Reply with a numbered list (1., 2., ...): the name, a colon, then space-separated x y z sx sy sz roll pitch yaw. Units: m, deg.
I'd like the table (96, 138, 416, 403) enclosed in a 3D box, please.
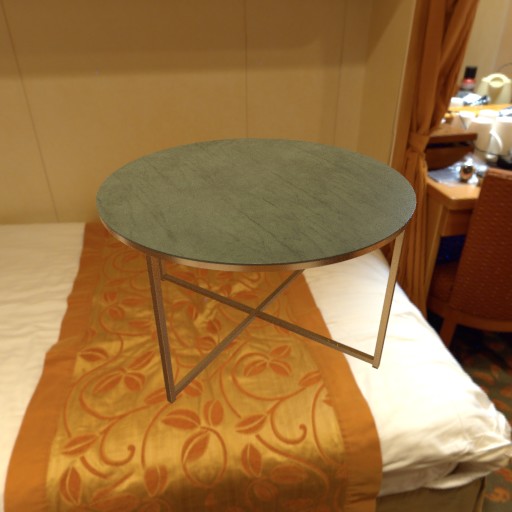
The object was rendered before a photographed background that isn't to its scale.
1. table: 0.000 0.000 1.275 0.800 0.450 0.800 0 31 0
